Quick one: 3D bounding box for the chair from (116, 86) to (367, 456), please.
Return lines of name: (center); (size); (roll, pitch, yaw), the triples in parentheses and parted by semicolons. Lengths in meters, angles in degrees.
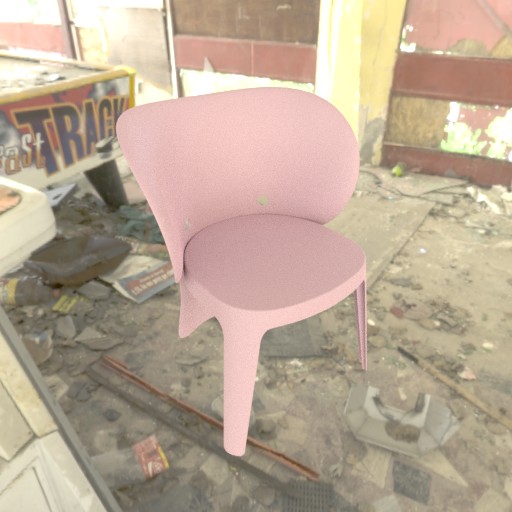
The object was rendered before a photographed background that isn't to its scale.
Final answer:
chair: (0.000, 0.000, 0.873); (0.451, 0.554, 0.402); (-22, 38, -31)
